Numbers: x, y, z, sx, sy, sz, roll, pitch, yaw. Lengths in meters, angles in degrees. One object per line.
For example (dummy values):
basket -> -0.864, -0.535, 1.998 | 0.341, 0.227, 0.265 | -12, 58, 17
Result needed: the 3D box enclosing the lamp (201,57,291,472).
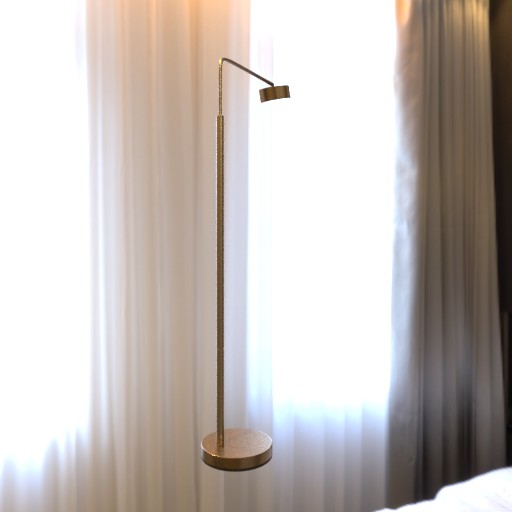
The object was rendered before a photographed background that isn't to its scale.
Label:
lamp -> 0.000, 0.000, 1.450 | 0.219, 1.230, 0.418 | 0, 0, 37
